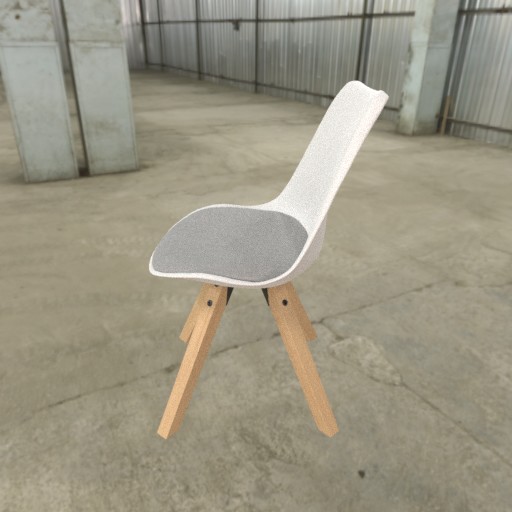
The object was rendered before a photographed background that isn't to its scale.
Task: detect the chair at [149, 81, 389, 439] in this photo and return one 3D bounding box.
[{"bbox_3d":[0.000,0.000,1.177,0.550,0.850,0.485,0,26,-1],"label":"chair"}]
